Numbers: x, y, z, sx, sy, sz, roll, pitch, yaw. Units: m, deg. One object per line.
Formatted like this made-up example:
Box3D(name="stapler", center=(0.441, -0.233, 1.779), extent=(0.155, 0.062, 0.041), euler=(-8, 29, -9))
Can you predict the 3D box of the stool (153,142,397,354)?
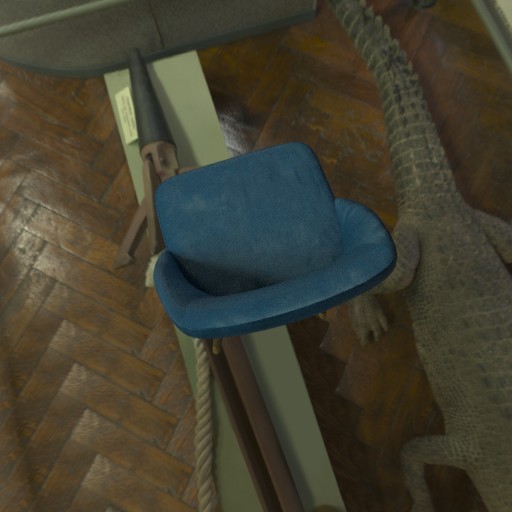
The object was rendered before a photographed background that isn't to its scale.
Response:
Box3D(name="stool", center=(0.000, 0.000, 1.298), extent=(0.514, 1.016, 0.515), euler=(-18, 75, -5))
